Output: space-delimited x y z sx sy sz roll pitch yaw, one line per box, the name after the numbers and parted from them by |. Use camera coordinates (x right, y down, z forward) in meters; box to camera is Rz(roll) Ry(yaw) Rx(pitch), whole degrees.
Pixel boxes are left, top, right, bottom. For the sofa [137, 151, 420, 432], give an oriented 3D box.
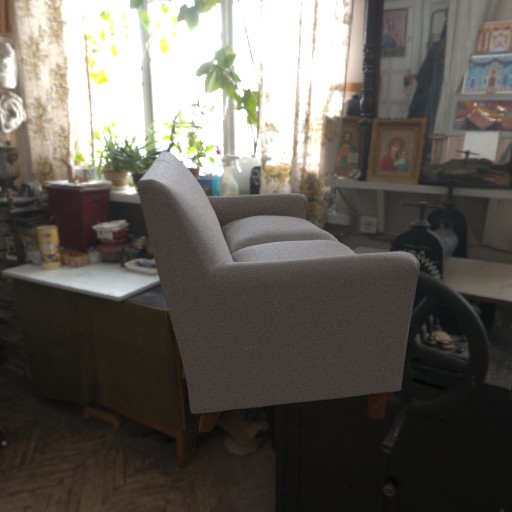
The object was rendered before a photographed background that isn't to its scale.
0.000 0.000 2.068 0.888 0.890 1.482 -3 16 -9 | sofa
